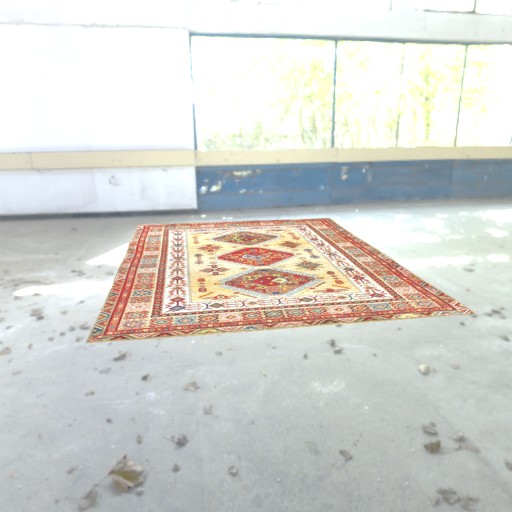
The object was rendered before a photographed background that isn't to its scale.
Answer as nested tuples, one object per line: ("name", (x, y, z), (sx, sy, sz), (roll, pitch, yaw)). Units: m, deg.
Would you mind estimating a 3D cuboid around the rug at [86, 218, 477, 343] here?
("rug", (0.000, 0.000, 4.159), (2.460, 0.005, 3.067), (-3, 17, -9))
